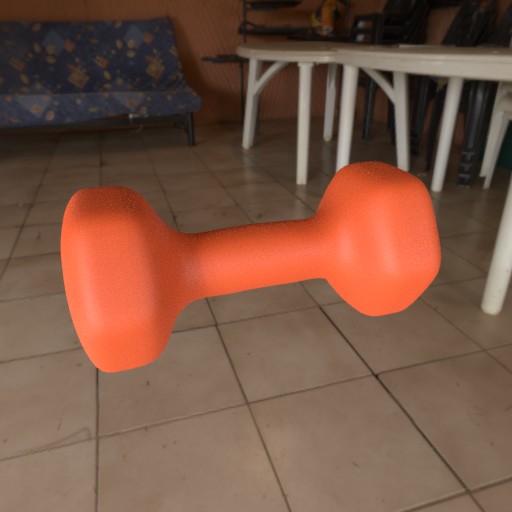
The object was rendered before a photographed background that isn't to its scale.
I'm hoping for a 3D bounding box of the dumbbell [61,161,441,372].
[{"bbox_3d":[0.000,0.000,0.205,0.162,0.071,0.079,-8,28,-16],"label":"dumbbell"}]
